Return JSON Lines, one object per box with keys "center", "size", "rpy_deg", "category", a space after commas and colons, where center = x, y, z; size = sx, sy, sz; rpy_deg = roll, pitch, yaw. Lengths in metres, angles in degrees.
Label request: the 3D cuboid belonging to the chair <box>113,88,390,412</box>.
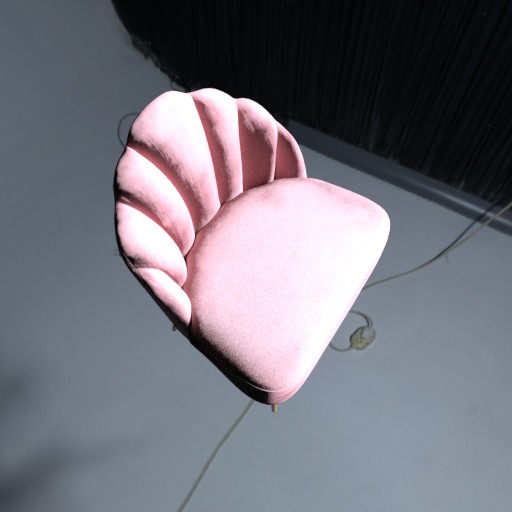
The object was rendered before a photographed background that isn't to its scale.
{"center": [0.000, 0.000, 1.277], "size": [0.599, 0.819, 0.657], "rpy_deg": [29, 62, 17], "category": "chair"}
